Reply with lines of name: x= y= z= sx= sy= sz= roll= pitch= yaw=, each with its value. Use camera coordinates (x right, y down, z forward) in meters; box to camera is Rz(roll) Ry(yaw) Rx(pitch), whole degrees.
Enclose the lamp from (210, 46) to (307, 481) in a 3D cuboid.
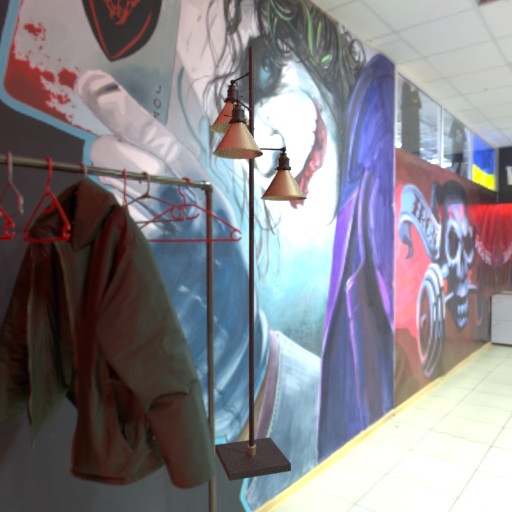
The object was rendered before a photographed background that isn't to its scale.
lamp: x=0.000 y=0.000 z=1.858 sx=0.415 sy=1.716 sz=0.428 roll=0 pitch=1 yaw=-18
